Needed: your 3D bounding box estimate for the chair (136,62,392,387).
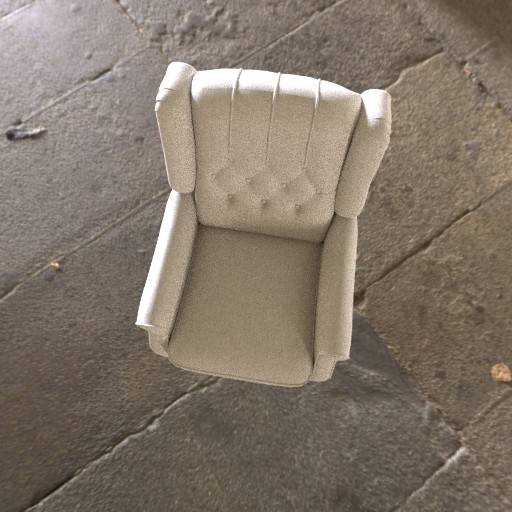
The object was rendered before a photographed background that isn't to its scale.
[{"bbox_3d":[0.000,0.000,1.637,0.742,1.035,0.902,9,76,2],"label":"chair"}]
